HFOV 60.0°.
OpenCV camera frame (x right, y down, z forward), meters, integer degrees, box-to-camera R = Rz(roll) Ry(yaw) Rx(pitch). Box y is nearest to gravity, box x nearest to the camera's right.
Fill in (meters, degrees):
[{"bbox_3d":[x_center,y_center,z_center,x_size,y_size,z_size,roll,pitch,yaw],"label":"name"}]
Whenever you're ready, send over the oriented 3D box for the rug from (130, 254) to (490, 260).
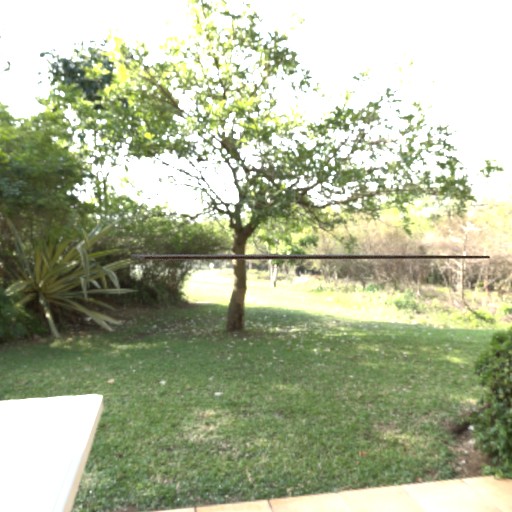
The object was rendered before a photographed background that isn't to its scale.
[{"bbox_3d":[0.000,0.000,2.300,1.219,0.011,1.829,0,0,-17],"label":"rug"}]
